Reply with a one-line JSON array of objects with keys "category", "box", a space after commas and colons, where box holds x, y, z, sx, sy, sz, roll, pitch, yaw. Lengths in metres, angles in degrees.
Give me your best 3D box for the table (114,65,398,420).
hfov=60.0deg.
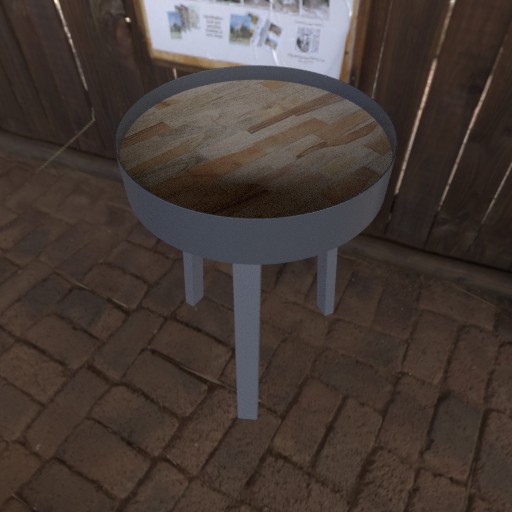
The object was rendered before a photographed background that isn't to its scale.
[{"category": "table", "box": [0.000, 0.000, 0.854, 0.406, 0.559, 0.406, 0, 47, 0]}]
